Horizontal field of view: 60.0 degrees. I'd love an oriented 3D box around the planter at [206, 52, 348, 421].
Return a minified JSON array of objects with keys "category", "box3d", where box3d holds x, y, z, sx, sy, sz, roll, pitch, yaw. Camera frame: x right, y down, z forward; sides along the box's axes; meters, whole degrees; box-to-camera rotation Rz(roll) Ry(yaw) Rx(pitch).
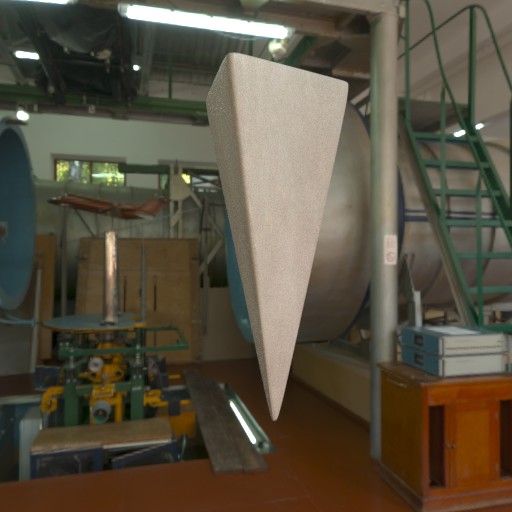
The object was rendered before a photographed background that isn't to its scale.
[{"category":"planter","box3d":[0.000,0.000,0.268,0.101,0.224,0.081,0,0,19]}]
